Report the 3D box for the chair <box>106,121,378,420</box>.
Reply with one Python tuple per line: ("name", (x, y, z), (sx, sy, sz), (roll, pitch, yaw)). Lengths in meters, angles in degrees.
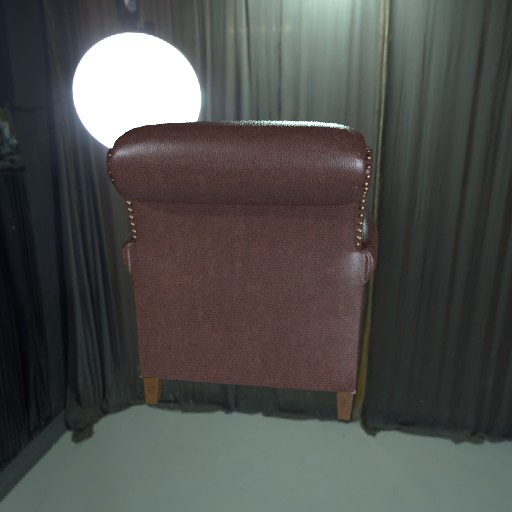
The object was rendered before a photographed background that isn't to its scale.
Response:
("chair", (0.000, 0.000, 1.615), (0.854, 0.927, 0.890), (2, 16, 7))
